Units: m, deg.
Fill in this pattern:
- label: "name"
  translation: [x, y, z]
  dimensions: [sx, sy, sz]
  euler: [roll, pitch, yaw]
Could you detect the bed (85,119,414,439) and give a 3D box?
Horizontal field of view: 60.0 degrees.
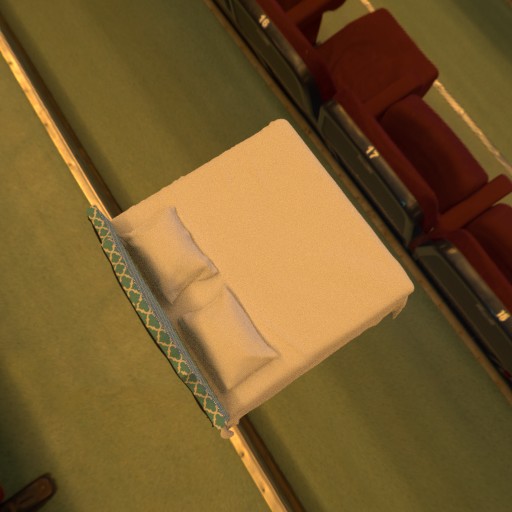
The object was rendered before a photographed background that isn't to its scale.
- label: "bed"
  translation: [0.000, 0.000, 3.834]
  dimensions: [2.222, 1.601, 2.314]
  euler: [-33, 77, -8]
